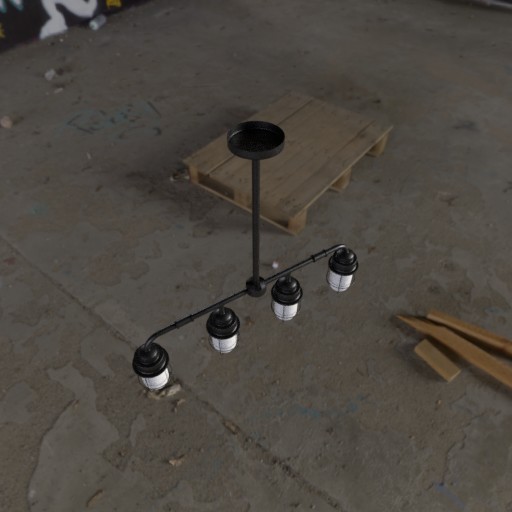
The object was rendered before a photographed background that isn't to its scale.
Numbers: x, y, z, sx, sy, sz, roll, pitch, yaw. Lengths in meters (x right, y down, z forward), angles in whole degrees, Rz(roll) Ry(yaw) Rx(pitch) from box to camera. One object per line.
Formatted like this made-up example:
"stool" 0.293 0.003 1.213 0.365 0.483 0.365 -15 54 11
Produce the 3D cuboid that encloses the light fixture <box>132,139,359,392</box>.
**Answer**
"light fixture" 0.000 0.000 1.282 0.852 0.785 0.131 -24 51 -22
